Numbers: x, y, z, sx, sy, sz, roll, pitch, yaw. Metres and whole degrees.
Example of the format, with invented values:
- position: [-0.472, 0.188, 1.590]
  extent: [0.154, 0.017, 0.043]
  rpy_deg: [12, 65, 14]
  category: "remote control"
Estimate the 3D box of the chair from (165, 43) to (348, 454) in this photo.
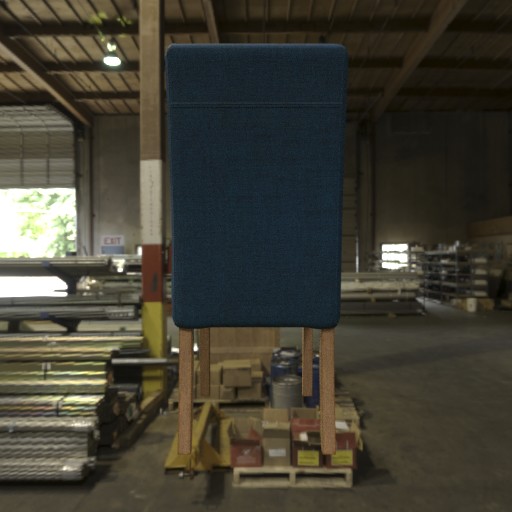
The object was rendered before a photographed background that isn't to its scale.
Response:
- position: [0.000, 0.000, 1.351]
  extent: [0.450, 1.029, 0.610]
  rpy_deg: [0, 0, 0]
  category: "chair"
